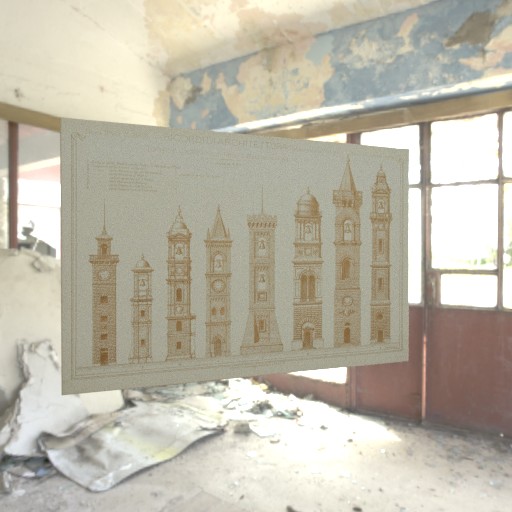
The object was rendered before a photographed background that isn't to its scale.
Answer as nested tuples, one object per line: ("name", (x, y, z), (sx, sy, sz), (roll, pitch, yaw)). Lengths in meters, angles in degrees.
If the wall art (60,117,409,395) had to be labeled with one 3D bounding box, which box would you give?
("wall art", (0.000, 0.000, 1.135), (0.915, 0.608, 0.033), (0, 1, -19))
